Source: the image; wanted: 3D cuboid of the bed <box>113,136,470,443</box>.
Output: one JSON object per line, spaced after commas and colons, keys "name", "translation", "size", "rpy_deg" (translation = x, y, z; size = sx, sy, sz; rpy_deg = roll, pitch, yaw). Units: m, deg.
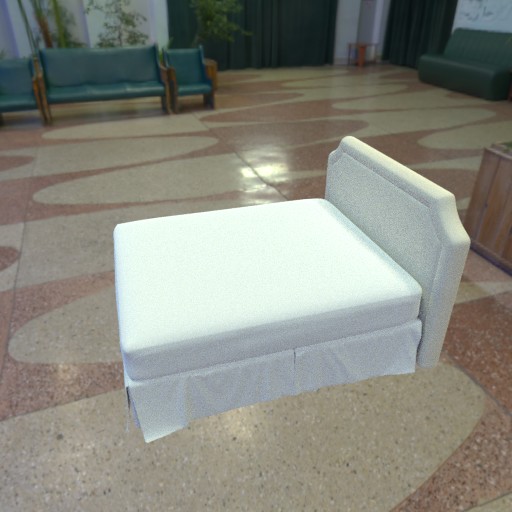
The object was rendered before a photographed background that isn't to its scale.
{"name": "bed", "translation": [0.000, 0.000, 3.362], "size": [2.209, 1.296, 1.827], "rpy_deg": [-9, 32, -14]}
